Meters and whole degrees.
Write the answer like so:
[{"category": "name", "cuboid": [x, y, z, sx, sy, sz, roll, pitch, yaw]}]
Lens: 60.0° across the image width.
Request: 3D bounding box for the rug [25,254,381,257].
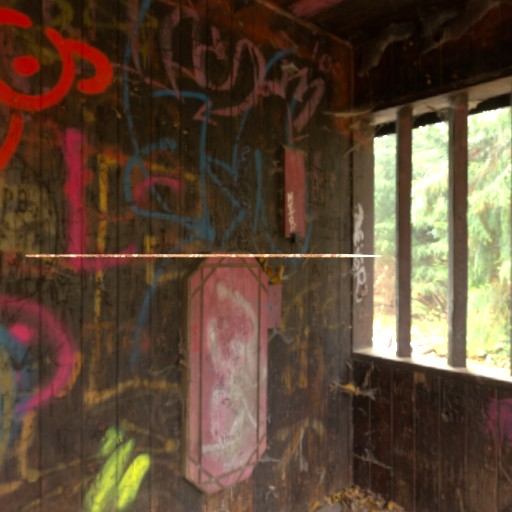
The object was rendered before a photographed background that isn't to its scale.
[{"category": "rug", "cuboid": [0.000, 0.000, 3.038, 1.517, 0.011, 2.435, 0, 0, 19]}]
